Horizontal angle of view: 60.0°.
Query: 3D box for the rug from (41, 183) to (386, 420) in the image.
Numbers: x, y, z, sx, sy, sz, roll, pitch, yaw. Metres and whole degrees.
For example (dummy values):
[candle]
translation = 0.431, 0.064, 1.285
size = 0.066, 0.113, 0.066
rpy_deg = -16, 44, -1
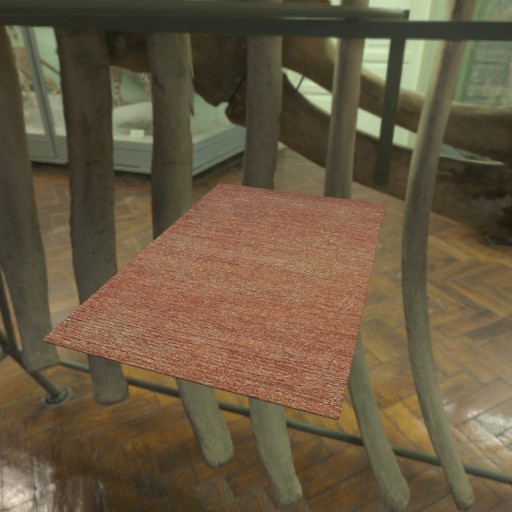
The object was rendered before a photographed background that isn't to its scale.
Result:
[rug]
translation = 0.000, 0.000, 2.243
size = 1.139, 0.011, 1.747
rpy_deg = 10, 32, 16
